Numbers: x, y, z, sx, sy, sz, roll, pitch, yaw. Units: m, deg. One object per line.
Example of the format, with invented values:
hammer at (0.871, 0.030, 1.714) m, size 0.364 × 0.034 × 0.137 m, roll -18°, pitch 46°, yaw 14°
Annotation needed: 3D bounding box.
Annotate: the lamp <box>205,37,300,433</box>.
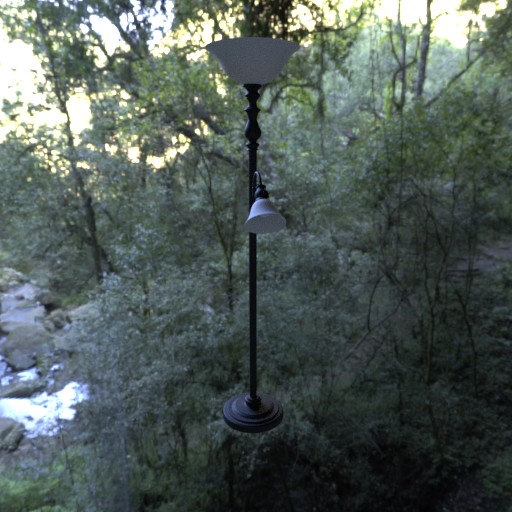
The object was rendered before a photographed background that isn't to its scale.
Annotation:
lamp at (0.000, 0.000, 2.035) m, size 0.405 × 1.793 × 0.588 m, roll -2°, pitch 15°, yaw -9°
